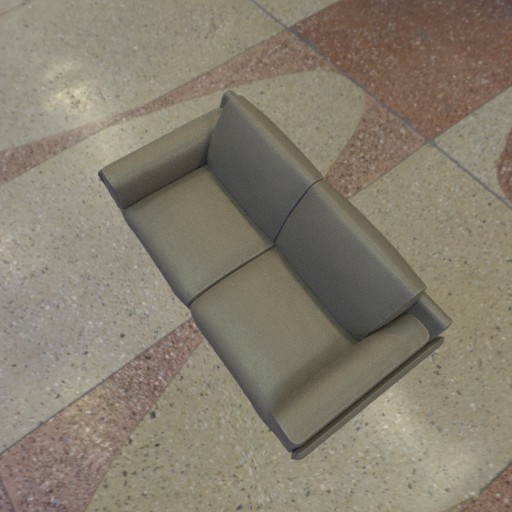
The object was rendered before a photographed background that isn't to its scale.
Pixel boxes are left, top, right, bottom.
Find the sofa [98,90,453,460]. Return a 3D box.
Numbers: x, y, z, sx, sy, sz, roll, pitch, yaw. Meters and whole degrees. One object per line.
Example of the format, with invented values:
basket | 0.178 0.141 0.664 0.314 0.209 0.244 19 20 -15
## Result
sofa | 0.000 0.000 2.711 1.049 0.930 2.101 -33 68 -15
